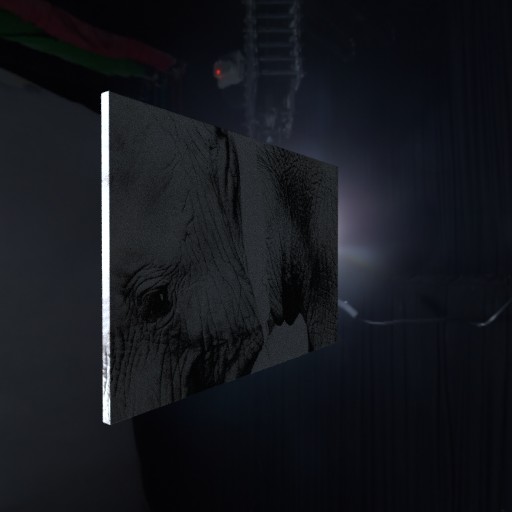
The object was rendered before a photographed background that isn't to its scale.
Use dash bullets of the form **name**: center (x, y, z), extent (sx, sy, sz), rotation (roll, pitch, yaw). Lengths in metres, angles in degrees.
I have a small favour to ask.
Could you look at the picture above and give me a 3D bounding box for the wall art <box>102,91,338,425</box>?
- **wall art**: center (0.000, 0.000, 1.176), extent (0.023, 0.607, 0.914), rotation (1, 1, 37)
